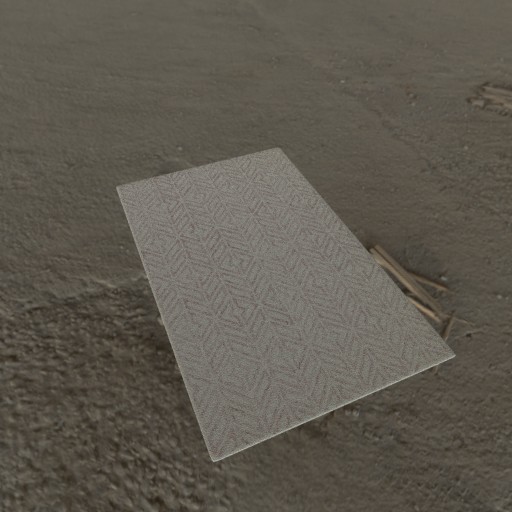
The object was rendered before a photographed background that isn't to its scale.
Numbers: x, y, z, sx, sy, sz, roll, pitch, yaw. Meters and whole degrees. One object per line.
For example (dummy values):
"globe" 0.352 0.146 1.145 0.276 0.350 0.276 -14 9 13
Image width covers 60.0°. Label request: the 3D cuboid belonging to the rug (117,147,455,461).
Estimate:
"rug" 0.000 0.000 3.178 1.523 0.008 2.438 -17 49 -16
